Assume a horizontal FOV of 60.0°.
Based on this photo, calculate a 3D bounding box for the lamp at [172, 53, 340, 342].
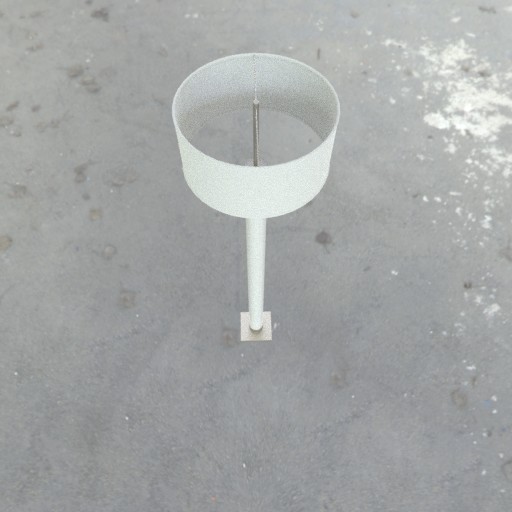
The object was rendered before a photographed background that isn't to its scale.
[{"bbox_3d":[0.000,0.000,1.728,0.420,1.475,0.420,-1,59,-1],"label":"lamp"}]
